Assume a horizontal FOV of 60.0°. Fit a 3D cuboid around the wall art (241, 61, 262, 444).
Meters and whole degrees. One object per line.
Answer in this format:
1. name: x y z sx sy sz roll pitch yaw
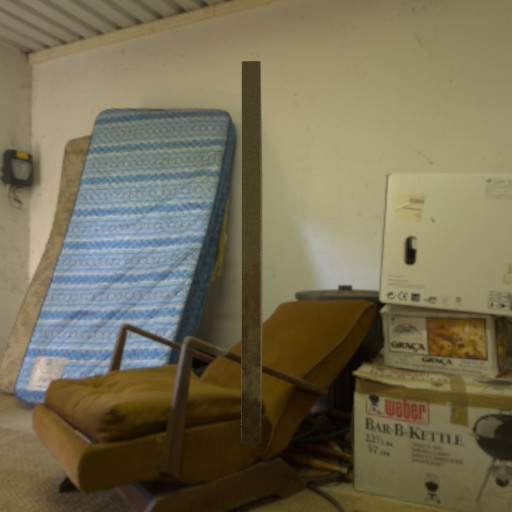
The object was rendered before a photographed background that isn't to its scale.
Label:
1. wall art: 0.000 0.000 1.446 0.041 0.758 1.142 0 -1 1
